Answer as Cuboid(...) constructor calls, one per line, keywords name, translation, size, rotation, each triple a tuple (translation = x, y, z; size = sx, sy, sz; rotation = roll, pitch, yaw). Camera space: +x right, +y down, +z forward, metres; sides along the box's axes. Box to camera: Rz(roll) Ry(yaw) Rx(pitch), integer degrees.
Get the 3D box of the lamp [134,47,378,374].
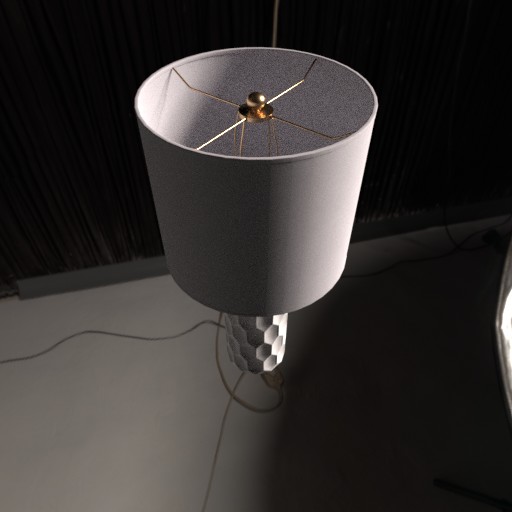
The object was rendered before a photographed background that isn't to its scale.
Cuboid(name="lamp", translation=(0.000, 0.000, 0.703), size=(0.277, 0.537, 0.277), rotation=(-11, 46, -10))
